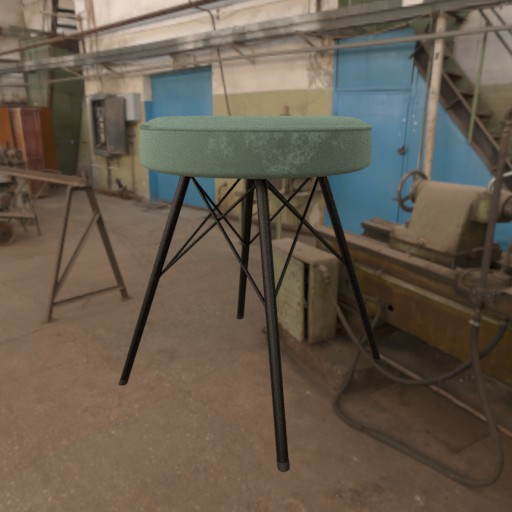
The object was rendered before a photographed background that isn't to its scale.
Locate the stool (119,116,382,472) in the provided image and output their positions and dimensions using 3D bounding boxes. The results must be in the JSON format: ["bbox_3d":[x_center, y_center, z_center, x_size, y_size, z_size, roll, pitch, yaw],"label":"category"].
[{"bbox_3d":[0.000,0.000,0.864,0.458,0.519,0.457,16,23,42],"label":"stool"}]
